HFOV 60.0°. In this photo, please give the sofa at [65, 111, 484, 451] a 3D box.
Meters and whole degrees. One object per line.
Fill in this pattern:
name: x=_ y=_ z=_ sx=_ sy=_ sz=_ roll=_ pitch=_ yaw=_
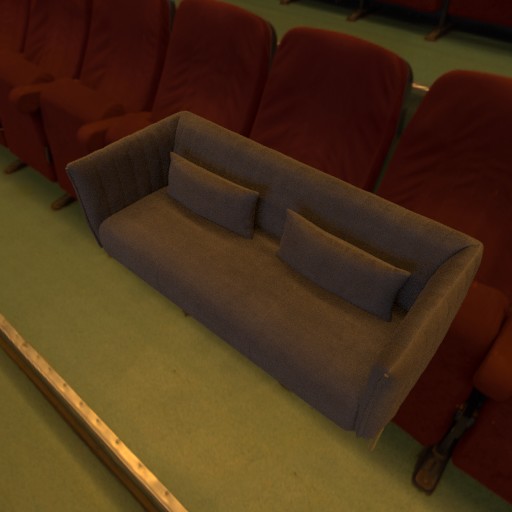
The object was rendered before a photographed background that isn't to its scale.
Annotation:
sofa: x=0.000 y=0.000 z=2.378 sx=1.980 sy=0.780 sz=0.876 roll=31 pitch=53 yaw=27
